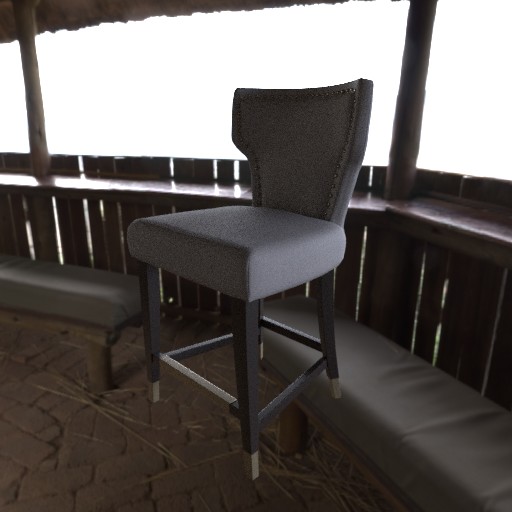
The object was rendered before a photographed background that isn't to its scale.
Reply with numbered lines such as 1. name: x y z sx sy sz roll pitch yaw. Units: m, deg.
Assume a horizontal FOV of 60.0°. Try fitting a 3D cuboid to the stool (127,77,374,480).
1. stool: 0.000 0.000 1.319 0.563 0.982 0.527 -16 23 -42
